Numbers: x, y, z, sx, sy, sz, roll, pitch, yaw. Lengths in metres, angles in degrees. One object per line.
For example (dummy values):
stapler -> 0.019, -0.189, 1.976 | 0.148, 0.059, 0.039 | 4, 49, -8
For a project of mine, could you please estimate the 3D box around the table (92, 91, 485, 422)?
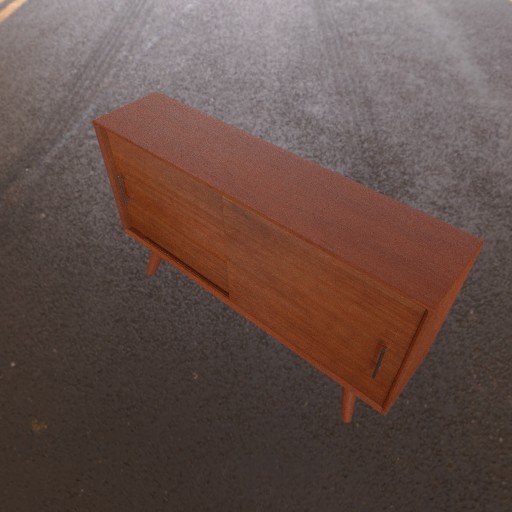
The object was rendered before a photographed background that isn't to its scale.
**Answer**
table -> 0.000, 0.000, 1.528 | 1.220, 0.698, 0.308 | 32, 54, 27
